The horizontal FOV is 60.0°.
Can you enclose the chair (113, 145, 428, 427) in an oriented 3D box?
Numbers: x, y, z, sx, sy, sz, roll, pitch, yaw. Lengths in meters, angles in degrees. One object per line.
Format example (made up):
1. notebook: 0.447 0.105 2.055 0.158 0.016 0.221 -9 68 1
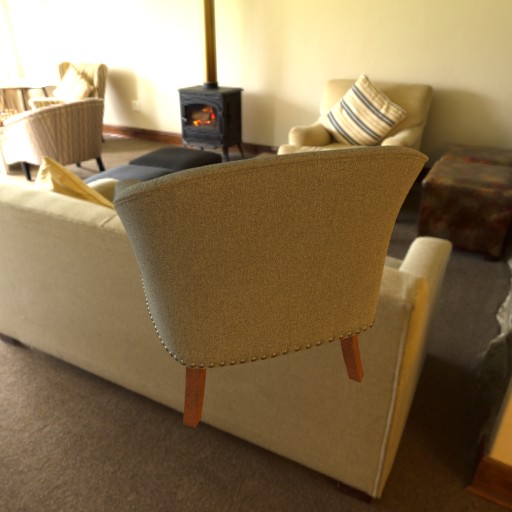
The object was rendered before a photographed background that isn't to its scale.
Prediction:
1. chair: 0.000 0.000 1.387 0.798 0.815 0.704 -9 29 -17
